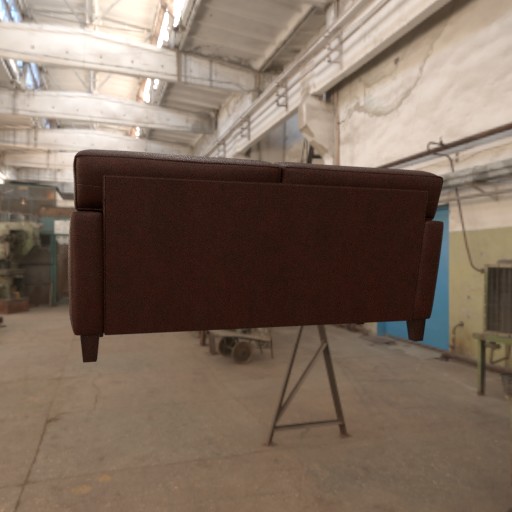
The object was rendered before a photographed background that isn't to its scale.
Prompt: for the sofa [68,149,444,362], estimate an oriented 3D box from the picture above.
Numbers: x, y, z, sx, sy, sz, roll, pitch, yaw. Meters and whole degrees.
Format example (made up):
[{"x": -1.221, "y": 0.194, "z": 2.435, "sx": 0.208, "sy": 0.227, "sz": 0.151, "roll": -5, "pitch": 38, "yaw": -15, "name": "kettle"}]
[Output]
[{"x": 0.000, "y": 0.000, "z": 2.454, "sx": 1.876, "sy": 0.928, "sz": 0.912, "roll": 0, "pitch": 0, "yaw": -17, "name": "sofa"}]
